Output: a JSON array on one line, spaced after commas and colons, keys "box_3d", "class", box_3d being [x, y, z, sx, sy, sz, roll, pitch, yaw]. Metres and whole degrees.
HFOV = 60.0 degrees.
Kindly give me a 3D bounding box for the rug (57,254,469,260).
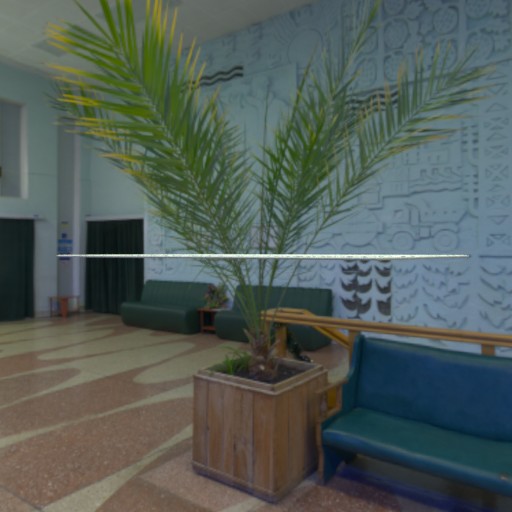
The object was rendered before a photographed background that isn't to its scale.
[{"box_3d": [0.000, 0.000, 3.528, 2.746, 0.018, 1.819, 0, 1, 37], "class": "rug"}]
